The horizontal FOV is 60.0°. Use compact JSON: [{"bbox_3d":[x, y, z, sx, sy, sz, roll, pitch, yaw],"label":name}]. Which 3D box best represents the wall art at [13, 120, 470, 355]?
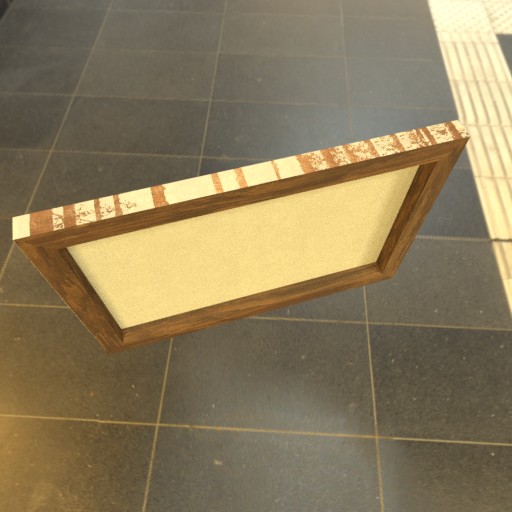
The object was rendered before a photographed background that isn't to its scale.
[{"bbox_3d":[0.000,0.000,0.749,0.609,0.405,0.035,-14,59,-9],"label":"wall art"}]
